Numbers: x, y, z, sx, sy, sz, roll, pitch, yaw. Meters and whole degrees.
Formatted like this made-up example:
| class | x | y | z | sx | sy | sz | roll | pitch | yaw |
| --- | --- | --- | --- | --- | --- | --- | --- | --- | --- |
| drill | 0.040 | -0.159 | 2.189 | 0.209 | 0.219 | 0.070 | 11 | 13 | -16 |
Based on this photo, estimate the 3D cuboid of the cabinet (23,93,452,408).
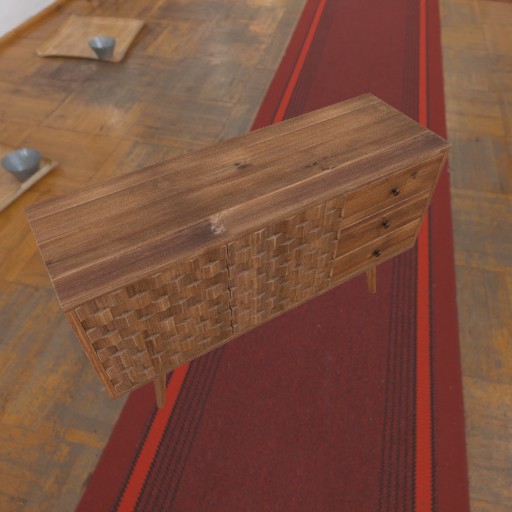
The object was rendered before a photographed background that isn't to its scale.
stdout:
| class | x | y | z | sx | sy | sz | roll | pitch | yaw |
| --- | --- | --- | --- | --- | --- | --- | --- | --- | --- |
| cabinet | 0.000 | 0.000 | 1.773 | 1.400 | 0.800 | 0.472 | -24 | 52 | -21 |
